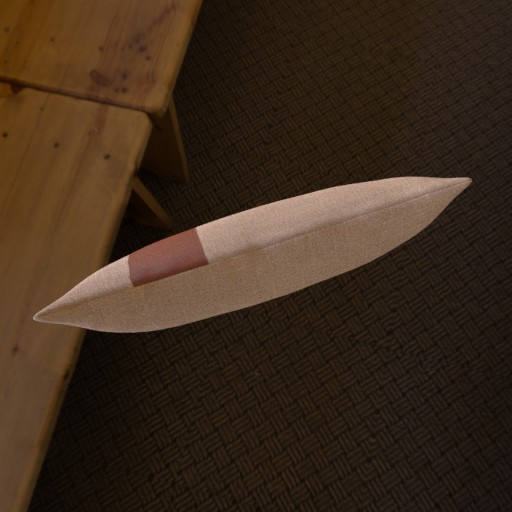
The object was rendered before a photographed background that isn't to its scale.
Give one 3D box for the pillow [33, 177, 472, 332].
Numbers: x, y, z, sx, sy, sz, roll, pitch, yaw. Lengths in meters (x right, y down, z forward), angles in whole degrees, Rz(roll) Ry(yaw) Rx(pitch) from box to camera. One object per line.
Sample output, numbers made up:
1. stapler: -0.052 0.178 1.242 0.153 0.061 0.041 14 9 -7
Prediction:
1. pillow: 0.000 0.000 0.729 0.612 0.282 0.155 -18 76 -5
